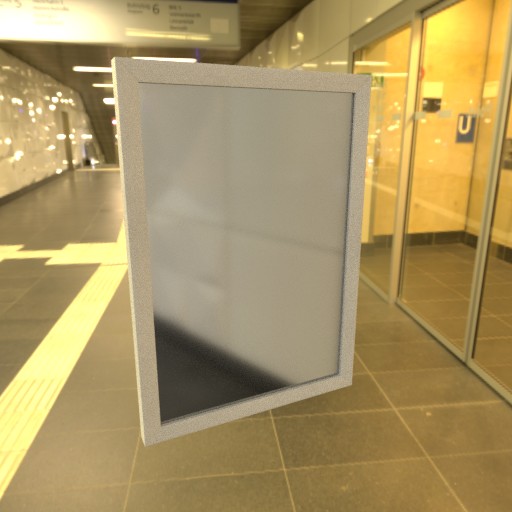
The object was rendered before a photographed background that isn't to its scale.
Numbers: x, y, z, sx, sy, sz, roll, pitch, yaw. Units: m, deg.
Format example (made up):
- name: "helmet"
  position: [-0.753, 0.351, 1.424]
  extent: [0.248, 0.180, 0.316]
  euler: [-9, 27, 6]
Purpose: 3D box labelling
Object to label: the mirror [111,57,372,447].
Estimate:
- name: "mirror"
  position: [0.000, 0.000, 0.905]
  extent: [0.507, 0.710, 0.040]
  euler: [-7, 17, -25]
